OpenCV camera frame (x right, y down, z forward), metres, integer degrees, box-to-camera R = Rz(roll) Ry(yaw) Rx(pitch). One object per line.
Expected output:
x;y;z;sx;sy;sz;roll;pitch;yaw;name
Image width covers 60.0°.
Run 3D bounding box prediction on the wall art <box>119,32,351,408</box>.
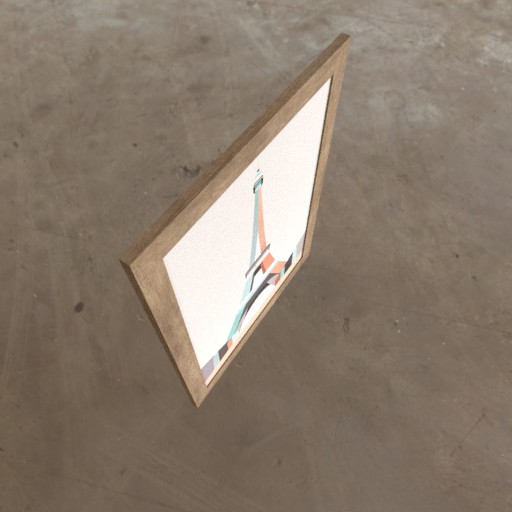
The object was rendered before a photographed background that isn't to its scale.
0.000;0.000;0.911;0.018;0.686;0.534;30;63;17;wall art
